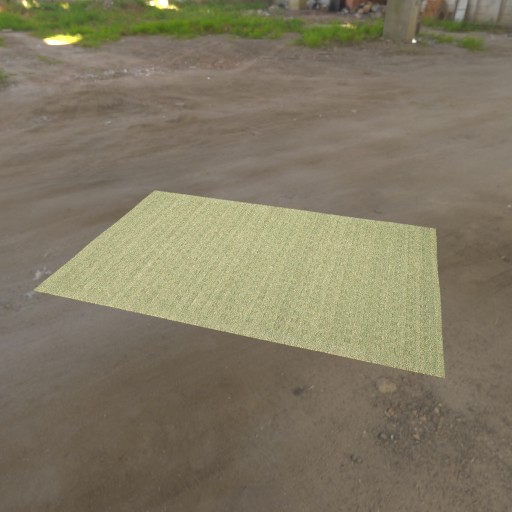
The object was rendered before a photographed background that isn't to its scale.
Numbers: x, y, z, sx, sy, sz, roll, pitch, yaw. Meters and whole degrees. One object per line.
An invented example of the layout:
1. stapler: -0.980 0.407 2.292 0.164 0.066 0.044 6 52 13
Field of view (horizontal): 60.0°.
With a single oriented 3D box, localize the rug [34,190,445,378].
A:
1. rug: 0.000 0.000 2.234 1.747 0.006 1.143 9 33 15
